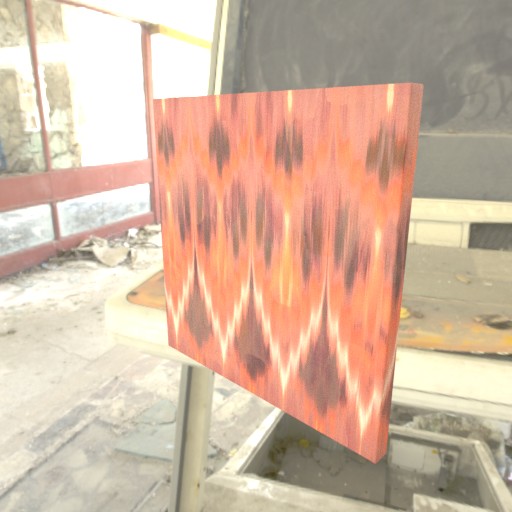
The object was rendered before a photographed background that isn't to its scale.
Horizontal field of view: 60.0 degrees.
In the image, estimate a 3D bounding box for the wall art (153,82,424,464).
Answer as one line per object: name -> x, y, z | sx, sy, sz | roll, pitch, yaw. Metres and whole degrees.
wall art -> 0.000, 0.000, 0.881 | 0.603, 0.609, 0.037 | 16, 23, 42
